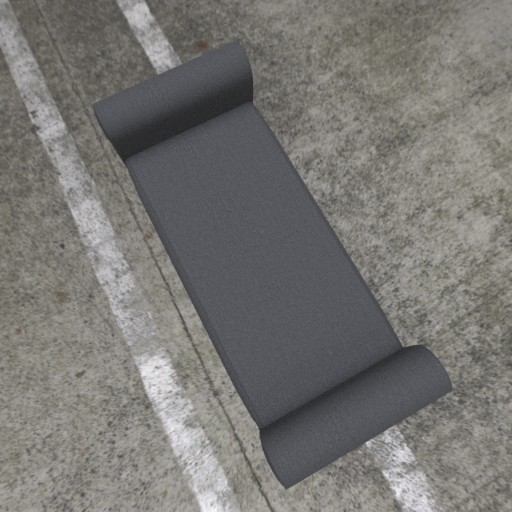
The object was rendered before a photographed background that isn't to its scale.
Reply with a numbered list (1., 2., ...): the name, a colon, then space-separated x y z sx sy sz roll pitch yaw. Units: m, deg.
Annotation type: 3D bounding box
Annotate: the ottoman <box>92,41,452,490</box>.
1. ottoman: 0.000 0.000 1.500 0.521 0.547 1.256 -27 76 -7
